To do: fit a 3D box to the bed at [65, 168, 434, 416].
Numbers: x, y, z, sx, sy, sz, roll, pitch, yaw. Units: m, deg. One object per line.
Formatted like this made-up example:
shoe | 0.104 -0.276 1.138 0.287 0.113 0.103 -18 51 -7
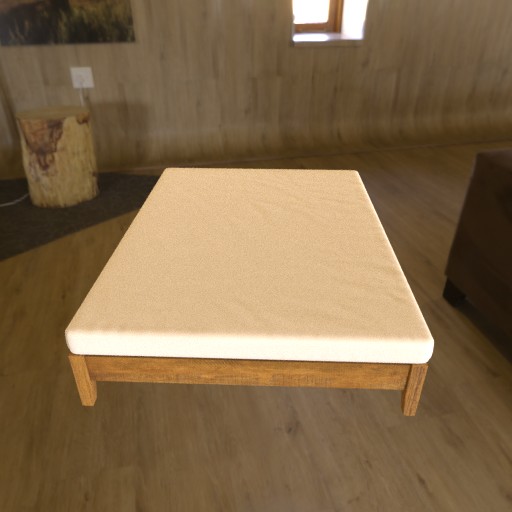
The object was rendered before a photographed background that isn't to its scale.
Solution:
bed | 0.000 0.000 2.765 1.536 0.431 2.016 1 31 2
